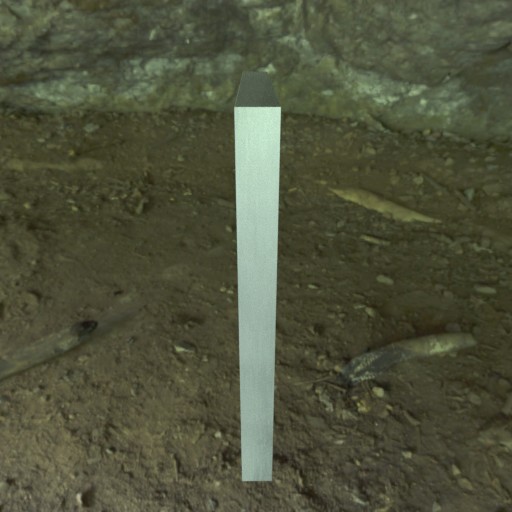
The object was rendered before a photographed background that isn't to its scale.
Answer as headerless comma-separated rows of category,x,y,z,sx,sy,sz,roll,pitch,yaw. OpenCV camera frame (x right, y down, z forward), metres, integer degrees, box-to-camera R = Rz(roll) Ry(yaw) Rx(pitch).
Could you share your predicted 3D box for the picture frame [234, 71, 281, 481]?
picture frame,0.000,0.000,0.763,0.046,0.555,0.449,0,27,0
